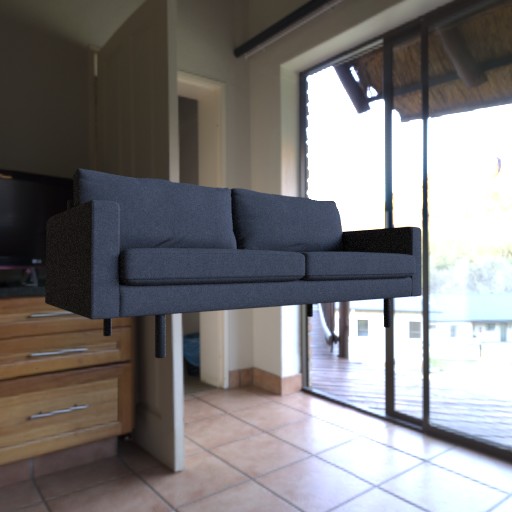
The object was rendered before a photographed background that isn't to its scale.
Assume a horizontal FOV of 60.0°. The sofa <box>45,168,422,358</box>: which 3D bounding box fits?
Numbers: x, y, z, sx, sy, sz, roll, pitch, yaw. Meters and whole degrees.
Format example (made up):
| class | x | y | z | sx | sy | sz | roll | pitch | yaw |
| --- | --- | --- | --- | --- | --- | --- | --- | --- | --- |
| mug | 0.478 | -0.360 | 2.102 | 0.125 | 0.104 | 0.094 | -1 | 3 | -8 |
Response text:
| class | x | y | z | sx | sy | sz | roll | pitch | yaw |
| --- | --- | --- | --- | --- | --- | --- | --- | --- | --- |
| sofa | 0.000 | 0.000 | 2.589 | 2.100 | 0.880 | 0.880 | 1 | -1 | -36 |
